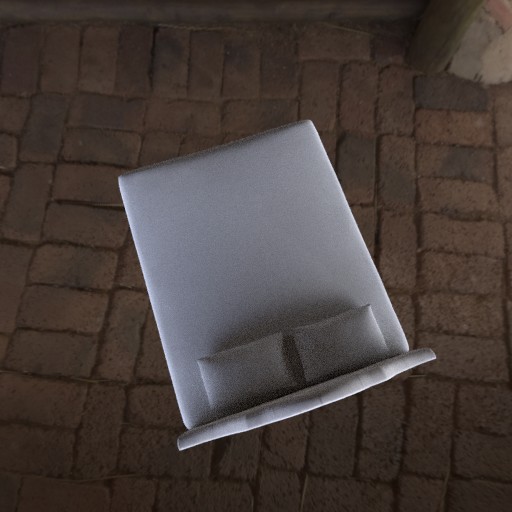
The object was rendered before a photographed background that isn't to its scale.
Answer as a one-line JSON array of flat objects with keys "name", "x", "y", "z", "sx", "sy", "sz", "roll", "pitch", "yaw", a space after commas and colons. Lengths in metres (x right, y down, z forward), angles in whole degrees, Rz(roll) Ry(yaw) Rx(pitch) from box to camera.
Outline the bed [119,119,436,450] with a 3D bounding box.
[{"name": "bed", "x": 0.000, "y": 0.000, "z": 3.740, "sx": 2.039, "sy": 1.617, "sz": 2.477, "roll": -18, "pitch": 74, "yaw": -5}]
